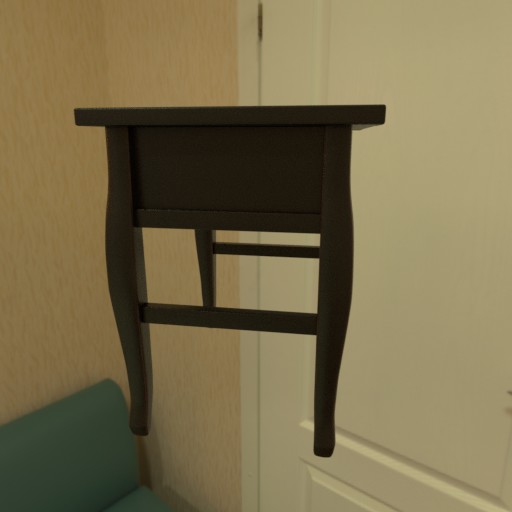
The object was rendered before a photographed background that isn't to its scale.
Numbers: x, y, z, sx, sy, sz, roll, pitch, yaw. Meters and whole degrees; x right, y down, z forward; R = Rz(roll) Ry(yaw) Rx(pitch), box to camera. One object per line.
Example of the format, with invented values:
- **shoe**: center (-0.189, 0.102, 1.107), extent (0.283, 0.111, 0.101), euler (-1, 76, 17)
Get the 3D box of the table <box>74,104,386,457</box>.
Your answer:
- **table**: center (0.000, 0.000, 0.998), extent (0.460, 0.604, 0.602), euler (3, 15, 9)
